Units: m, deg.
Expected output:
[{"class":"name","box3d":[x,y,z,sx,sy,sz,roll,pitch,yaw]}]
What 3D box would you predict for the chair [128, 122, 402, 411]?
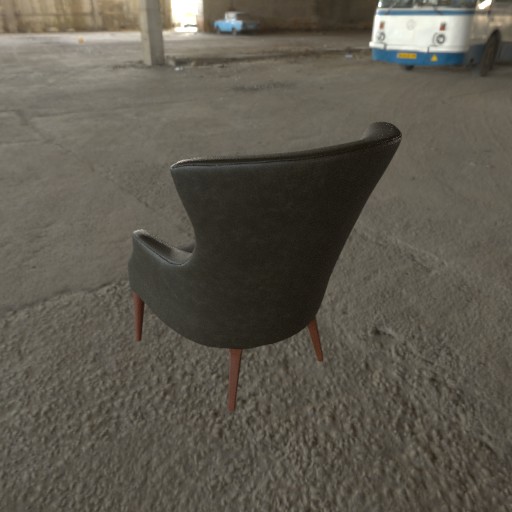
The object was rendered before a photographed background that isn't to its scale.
[{"class":"chair","box3d":[0.000,0.000,1.714,0.819,1.068,0.954,-19,35,-31]}]
